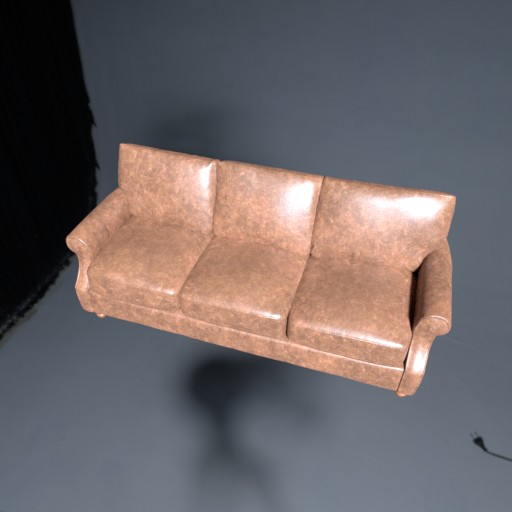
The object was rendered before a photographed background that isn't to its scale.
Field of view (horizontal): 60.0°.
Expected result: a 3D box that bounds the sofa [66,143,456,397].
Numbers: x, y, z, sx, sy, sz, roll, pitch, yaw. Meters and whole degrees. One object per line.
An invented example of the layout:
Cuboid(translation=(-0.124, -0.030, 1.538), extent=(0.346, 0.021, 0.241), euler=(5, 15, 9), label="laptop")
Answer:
Cuboid(translation=(0.000, 0.000, 2.858), extent=(2.351, 0.977, 0.973), euler=(12, 41, 14), label="sofa")
